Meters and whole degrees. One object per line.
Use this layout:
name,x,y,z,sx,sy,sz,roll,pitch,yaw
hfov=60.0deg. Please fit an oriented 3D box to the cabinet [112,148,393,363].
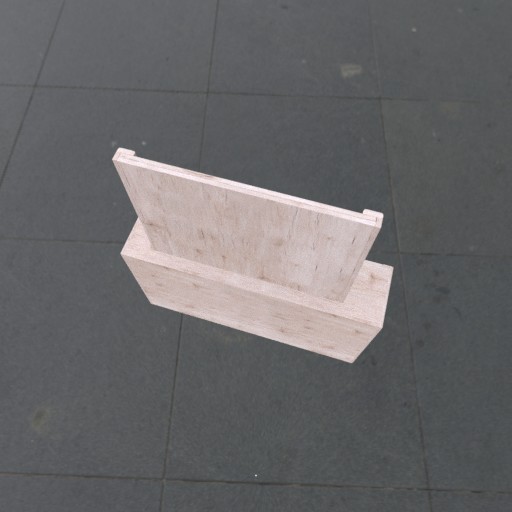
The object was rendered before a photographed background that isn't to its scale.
cabinet,0.000,0.000,2.781,1.700,1.981,0.420,15,65,7
